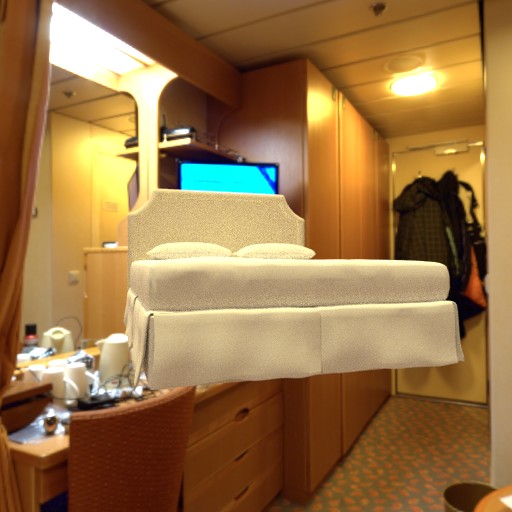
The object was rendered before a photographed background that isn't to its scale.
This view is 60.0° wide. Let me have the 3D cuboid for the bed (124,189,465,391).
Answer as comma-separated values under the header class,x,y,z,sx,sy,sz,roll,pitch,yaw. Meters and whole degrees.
class,x,y,z,sx,sy,sz,roll,pitch,yaw
bed,0.000,0.000,4.149,2.350,1.590,2.773,0,-1,-18
